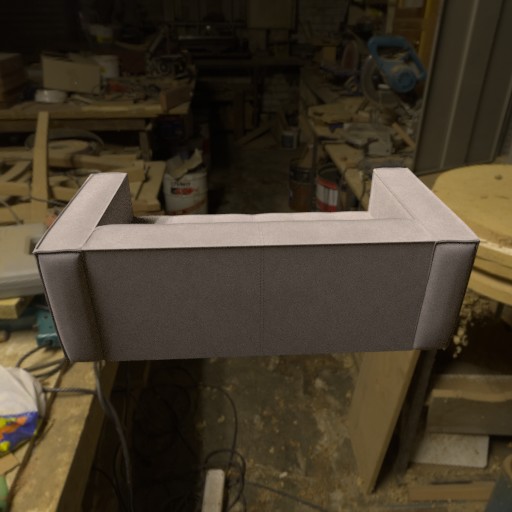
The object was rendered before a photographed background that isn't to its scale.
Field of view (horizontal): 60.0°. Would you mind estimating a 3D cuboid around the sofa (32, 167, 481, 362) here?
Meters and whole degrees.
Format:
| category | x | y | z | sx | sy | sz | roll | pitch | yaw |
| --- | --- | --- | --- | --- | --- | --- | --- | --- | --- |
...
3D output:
| category | x | y | z | sx | sy | sz | roll | pitch | yaw |
| --- | --- | --- | --- | --- | --- | --- | --- | --- | --- |
| sofa | 0.000 | 0.000 | 2.499 | 1.995 | 0.680 | 1.038 | -1 | 30 | -3 |
